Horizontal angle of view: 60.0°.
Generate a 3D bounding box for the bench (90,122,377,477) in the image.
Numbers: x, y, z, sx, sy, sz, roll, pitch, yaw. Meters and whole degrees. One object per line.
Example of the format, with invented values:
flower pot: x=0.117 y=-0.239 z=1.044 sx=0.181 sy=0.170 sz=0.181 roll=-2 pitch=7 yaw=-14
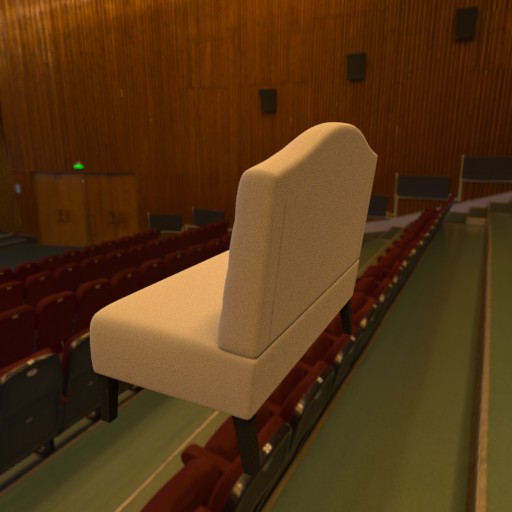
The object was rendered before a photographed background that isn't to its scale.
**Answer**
bench: x=0.000 y=0.000 z=2.059 sx=0.815 sy=1.180 sz=1.335 roll=8 pitch=17 yaw=26
